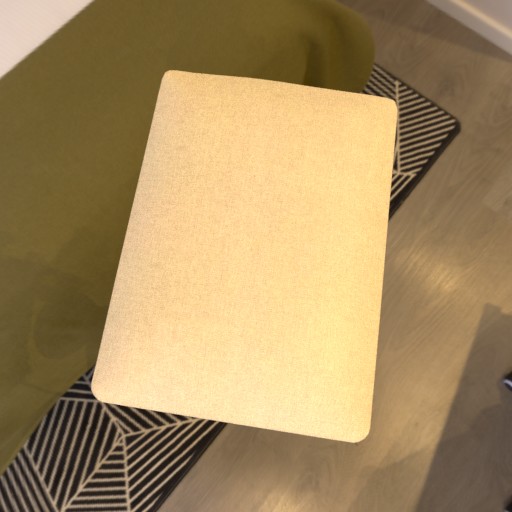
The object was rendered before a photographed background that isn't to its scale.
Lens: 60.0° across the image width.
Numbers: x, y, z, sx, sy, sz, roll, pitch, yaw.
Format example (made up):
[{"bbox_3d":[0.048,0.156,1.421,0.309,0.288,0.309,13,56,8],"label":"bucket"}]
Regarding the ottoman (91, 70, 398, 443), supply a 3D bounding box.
[{"bbox_3d":[0.000,0.000,1.234,0.619,0.504,0.843,8,76,2],"label":"ottoman"}]
